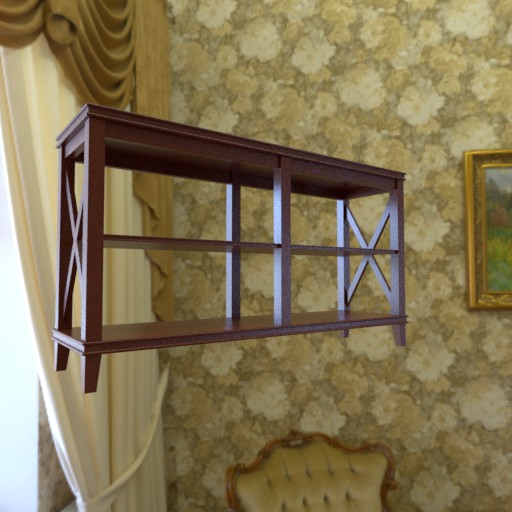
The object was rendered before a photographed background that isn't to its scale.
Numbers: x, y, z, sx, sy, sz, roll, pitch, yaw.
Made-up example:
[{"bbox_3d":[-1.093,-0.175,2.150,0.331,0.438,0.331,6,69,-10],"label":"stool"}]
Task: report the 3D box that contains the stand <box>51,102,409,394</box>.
[{"bbox_3d":[0.000,0.000,1.703,1.372,0.762,0.381,2,-3,-36],"label":"stand"}]
